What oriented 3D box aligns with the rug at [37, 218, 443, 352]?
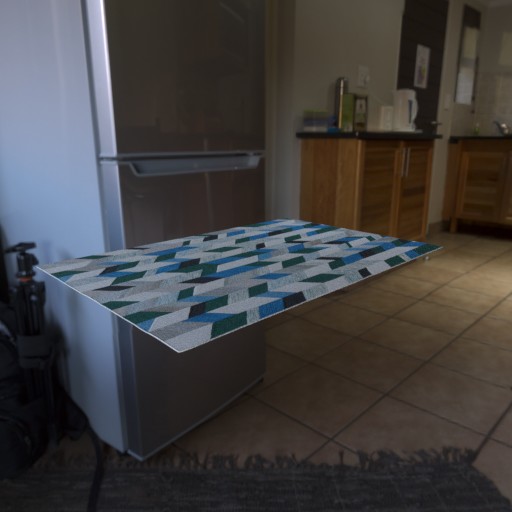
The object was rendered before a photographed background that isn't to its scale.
[{"bbox_3d":[0.000,0.000,2.369,1.827,0.005,1.229,-15,21,-42],"label":"rug"}]
